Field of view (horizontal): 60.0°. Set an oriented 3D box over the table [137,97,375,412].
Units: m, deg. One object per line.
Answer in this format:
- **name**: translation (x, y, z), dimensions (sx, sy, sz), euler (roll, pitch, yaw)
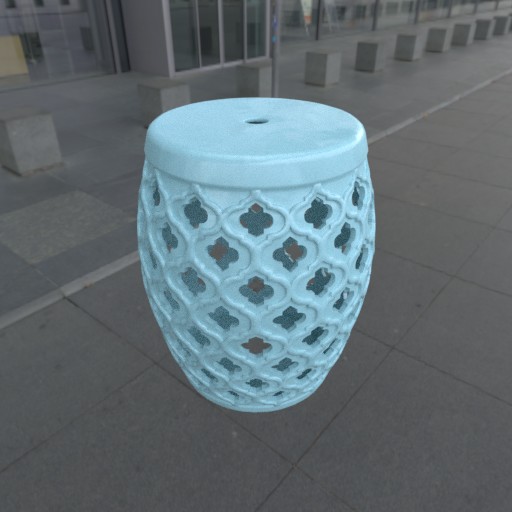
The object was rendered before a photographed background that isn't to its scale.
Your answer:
- **table**: translation (0.000, 0.000, 0.640), dimensions (0.325, 0.388, 0.325), euler (0, 32, 0)
